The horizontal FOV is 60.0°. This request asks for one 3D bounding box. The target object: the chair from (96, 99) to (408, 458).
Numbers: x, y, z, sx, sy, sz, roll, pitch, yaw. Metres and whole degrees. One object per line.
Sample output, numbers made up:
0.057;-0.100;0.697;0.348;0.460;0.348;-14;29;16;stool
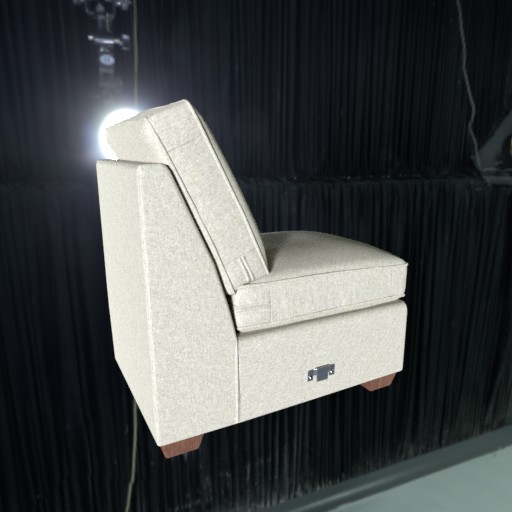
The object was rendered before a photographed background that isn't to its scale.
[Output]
0.000;0.000;1.702;1.020;1.058;0.674;-7;15;-27;chair
